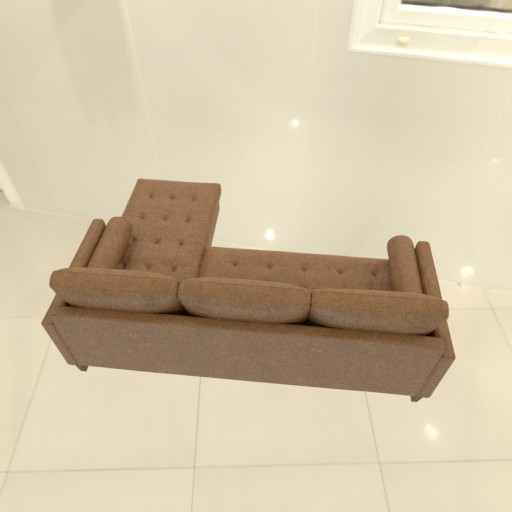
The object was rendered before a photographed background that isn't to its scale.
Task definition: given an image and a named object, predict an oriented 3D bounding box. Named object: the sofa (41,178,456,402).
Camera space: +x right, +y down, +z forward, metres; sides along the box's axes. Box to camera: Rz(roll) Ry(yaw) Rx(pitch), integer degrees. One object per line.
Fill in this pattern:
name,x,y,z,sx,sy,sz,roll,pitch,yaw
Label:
sofa,0.000,0.000,2.911,2.178,0.876,1.506,4,48,4
